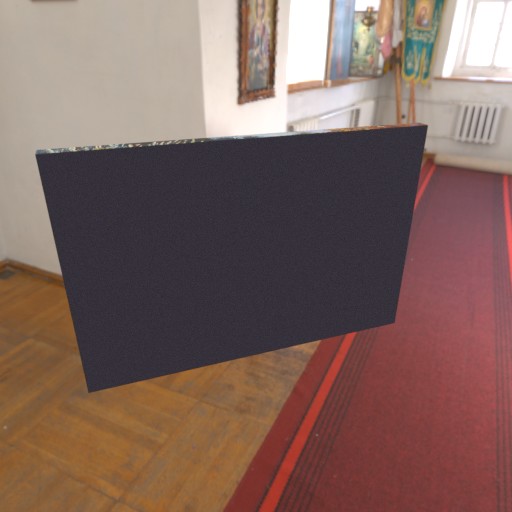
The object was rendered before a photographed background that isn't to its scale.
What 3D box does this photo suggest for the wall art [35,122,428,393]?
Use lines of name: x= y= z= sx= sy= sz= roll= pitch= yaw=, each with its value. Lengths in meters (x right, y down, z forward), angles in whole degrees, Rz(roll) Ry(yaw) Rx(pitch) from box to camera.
wall art: x=0.000 y=0.000 z=1.133 sx=0.908 sy=0.604 sz=0.037 roll=-9 pitch=28 yaw=-17
